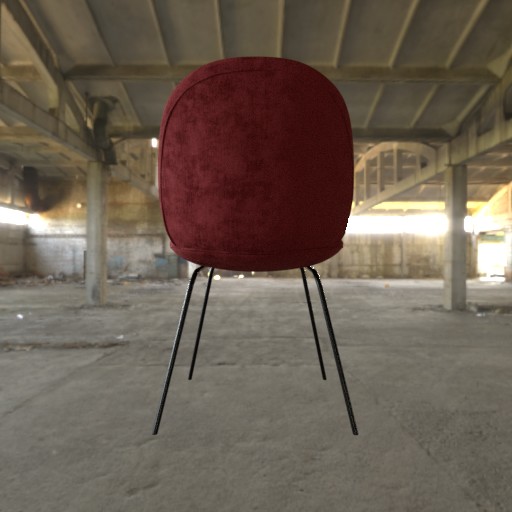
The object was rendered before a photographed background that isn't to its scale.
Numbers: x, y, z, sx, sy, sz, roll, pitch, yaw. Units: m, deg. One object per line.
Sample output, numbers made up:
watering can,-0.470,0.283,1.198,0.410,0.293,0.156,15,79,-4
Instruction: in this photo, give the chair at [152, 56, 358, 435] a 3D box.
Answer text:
chair,0.000,0.000,1.163,0.458,0.791,0.587,0,-1,0
